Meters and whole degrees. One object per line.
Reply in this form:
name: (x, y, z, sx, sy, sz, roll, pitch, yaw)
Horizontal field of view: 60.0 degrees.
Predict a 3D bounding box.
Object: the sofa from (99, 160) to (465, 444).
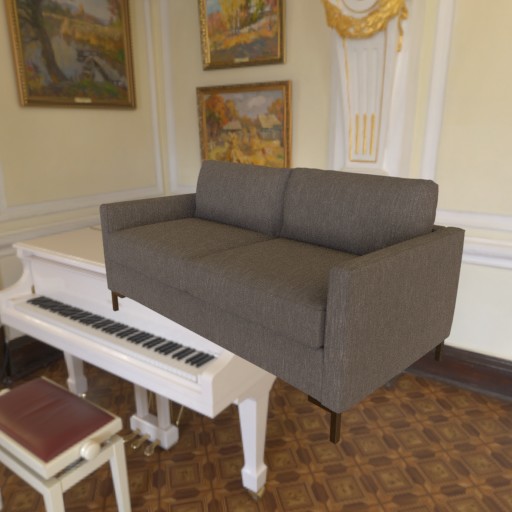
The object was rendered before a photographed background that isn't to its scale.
sofa: (0.000, 0.000, 2.199, 0.875, 0.840, 1.682, -15, 22, -42)
